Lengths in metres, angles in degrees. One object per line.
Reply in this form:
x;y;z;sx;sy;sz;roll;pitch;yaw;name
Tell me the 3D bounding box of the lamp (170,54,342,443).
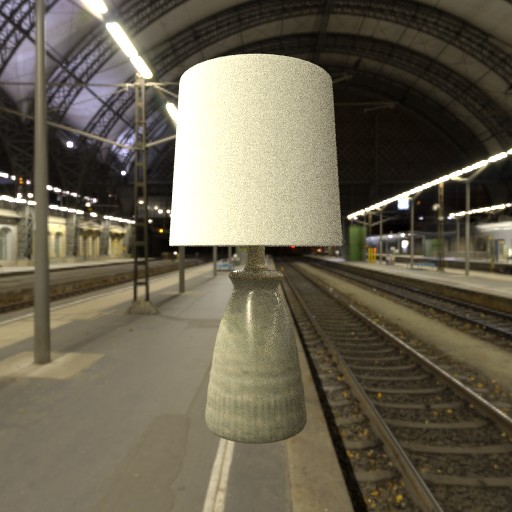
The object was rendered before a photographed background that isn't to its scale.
0.000;0.000;0.487;0.186;0.369;0.186;0;1;0;lamp
